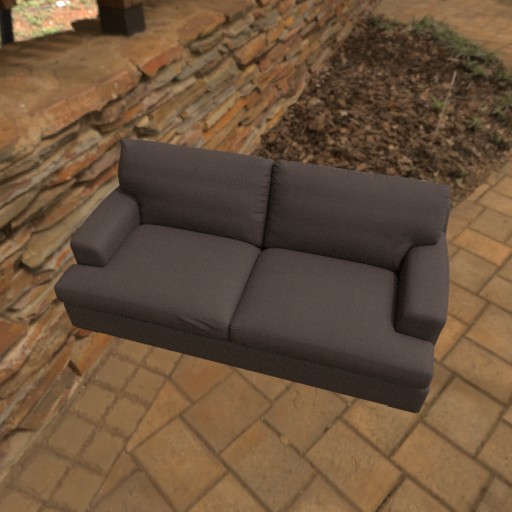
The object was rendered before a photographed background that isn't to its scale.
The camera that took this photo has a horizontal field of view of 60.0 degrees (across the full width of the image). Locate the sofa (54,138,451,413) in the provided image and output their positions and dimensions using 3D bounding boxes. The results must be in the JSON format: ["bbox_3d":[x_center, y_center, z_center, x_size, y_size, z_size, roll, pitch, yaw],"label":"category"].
[{"bbox_3d":[0.000,0.000,2.783,2.271,0.950,1.140,11,43,12],"label":"sofa"}]
